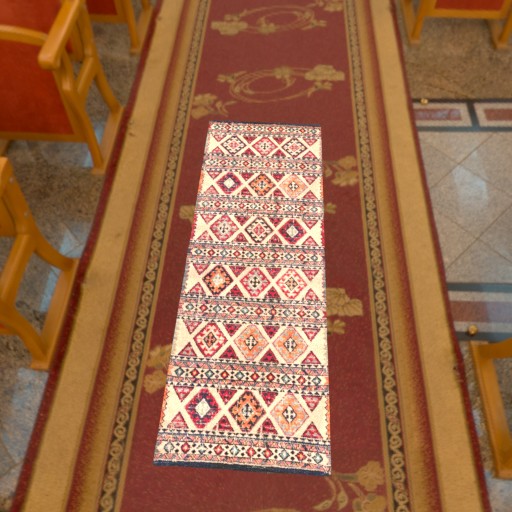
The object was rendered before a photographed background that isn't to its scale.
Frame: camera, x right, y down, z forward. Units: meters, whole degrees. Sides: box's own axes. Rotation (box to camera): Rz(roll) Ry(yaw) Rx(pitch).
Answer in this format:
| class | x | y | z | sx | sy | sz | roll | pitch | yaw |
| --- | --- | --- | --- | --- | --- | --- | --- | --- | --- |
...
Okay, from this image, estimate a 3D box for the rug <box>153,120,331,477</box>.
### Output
| class | x | y | z | sx | sy | sz | roll | pitch | yaw |
| --- | --- | --- | --- | --- | --- | --- | --- | --- | --- |
| rug | 0.000 | 0.000 | 2.679 | 0.832 | 0.008 | 2.362 | 3 | 58 | 2 |
